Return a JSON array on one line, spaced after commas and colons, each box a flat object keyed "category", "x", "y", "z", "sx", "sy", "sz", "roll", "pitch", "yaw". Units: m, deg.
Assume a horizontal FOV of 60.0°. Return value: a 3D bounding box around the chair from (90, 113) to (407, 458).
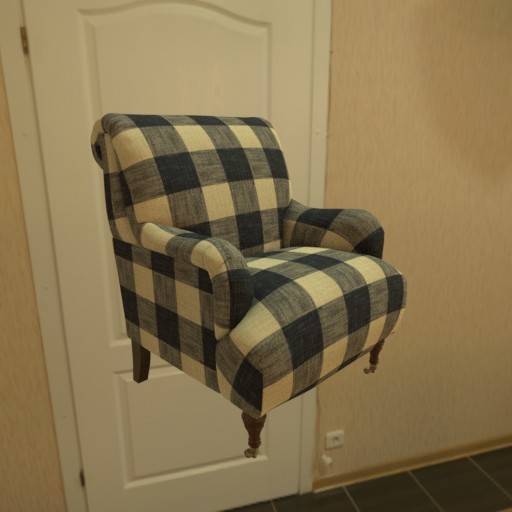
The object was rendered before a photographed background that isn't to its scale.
[{"category": "chair", "x": 0.000, "y": 0.000, "z": 1.552, "sx": 0.848, "sy": 0.953, "sz": 0.781, "roll": 15, "pitch": 22, "yaw": 43}]
